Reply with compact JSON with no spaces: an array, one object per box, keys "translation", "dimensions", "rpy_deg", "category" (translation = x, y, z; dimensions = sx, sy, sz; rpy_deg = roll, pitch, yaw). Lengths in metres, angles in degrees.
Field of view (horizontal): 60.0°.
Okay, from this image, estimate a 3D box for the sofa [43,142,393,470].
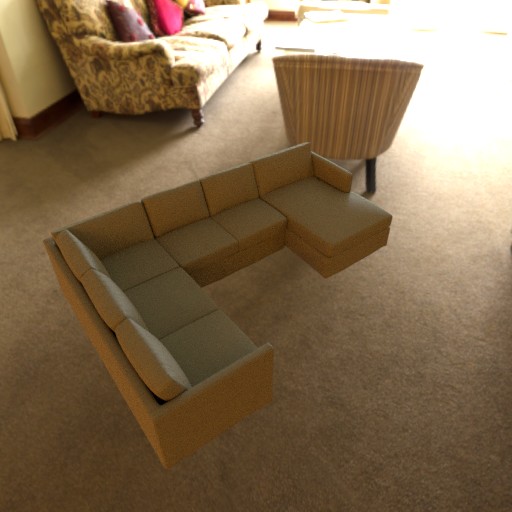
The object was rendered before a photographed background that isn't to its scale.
[{"translation":[0.000,0.000,4.562],"dimensions":[3.460,0.882,2.427],"rpy_deg":[-25,46,-28],"category":"sofa"}]
